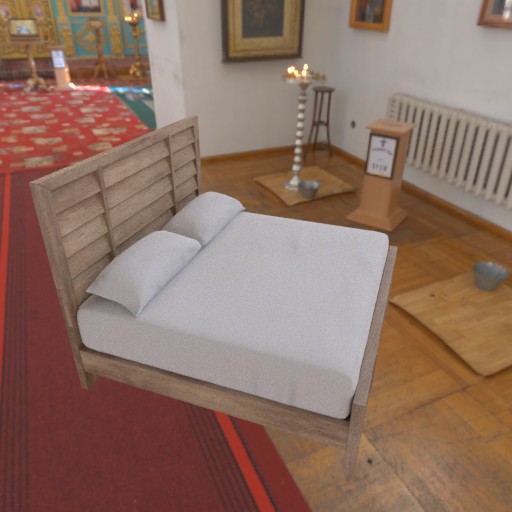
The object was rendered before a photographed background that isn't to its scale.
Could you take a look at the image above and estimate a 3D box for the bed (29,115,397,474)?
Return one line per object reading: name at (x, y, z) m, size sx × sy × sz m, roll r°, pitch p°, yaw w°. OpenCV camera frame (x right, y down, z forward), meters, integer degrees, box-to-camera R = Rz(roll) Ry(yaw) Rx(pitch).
bed at (0.000, 0.000, 3.477) m, size 2.062 × 1.626 × 2.032 m, roll 10°, pitch 31°, yaw 18°
